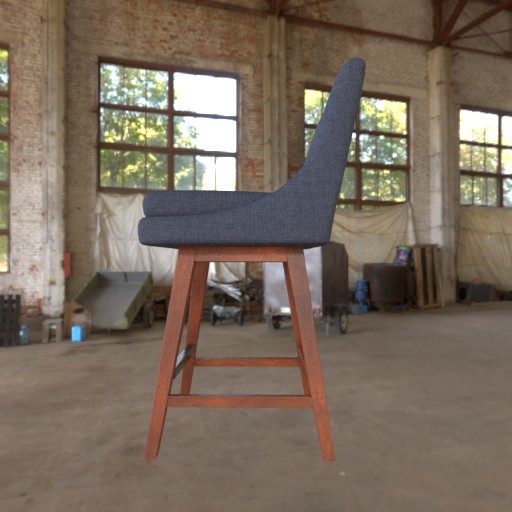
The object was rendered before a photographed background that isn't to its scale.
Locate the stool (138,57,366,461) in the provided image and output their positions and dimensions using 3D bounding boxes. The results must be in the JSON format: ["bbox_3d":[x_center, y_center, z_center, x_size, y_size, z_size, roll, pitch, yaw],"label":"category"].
[{"bbox_3d":[0.000,0.000,1.191,0.524,0.895,0.467,0,0,1],"label":"stool"}]
